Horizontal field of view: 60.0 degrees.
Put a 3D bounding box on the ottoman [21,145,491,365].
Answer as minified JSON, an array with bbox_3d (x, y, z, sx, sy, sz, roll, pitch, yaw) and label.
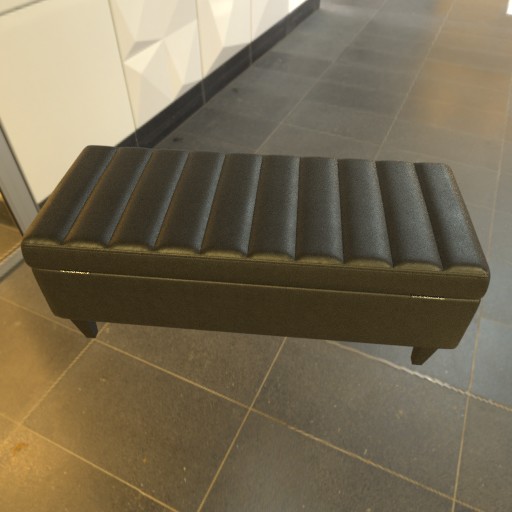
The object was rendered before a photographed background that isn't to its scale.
[{"bbox_3d":[0.000,0.000,1.360,1.151,0.469,0.482,4,45,4],"label":"ottoman"}]
